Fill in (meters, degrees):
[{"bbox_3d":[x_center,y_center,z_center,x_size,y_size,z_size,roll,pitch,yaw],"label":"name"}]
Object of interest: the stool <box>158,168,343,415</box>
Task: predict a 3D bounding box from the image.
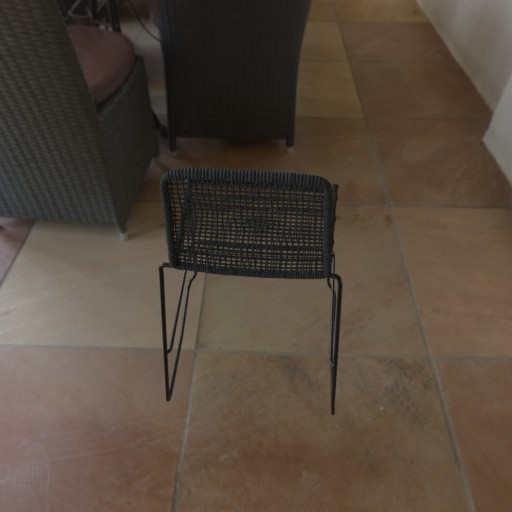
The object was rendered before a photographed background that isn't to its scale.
[{"bbox_3d":[0.000,0.000,1.266,0.590,0.905,0.509,4,46,3],"label":"stool"}]
